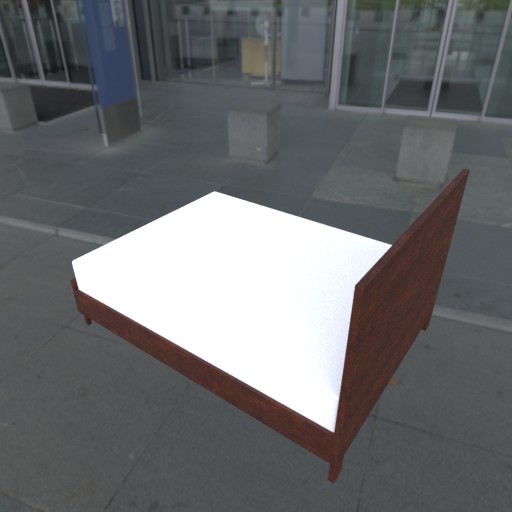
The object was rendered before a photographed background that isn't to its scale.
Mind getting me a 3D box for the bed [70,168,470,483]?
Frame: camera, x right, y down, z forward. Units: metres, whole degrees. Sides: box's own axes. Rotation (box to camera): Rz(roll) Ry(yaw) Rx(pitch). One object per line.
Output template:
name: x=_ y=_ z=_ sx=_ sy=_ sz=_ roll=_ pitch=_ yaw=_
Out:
bed: x=0.000 y=0.000 z=3.130 sx=2.184 sy=1.270 sz=1.600 roll=21 pitch=37 yaw=30
